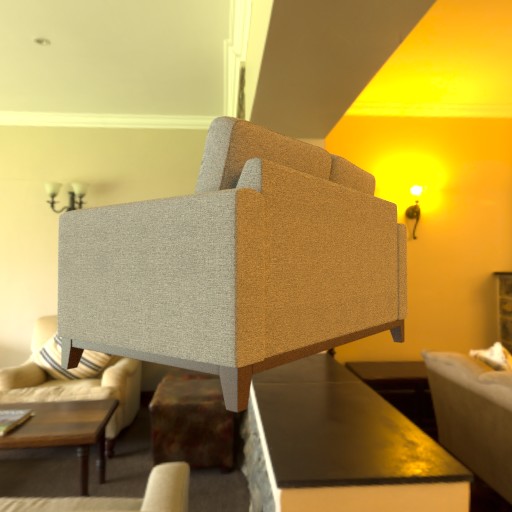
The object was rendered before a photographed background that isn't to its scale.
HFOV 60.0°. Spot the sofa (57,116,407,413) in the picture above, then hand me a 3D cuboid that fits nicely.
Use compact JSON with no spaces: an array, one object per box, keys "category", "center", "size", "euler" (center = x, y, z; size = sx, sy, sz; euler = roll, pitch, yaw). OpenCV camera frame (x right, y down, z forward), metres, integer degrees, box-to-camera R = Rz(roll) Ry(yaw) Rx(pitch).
[{"category":"sofa","center":[0.000,0.000,2.007],"size":[0.917,0.873,1.420],"euler":[-1,-2,36]}]
